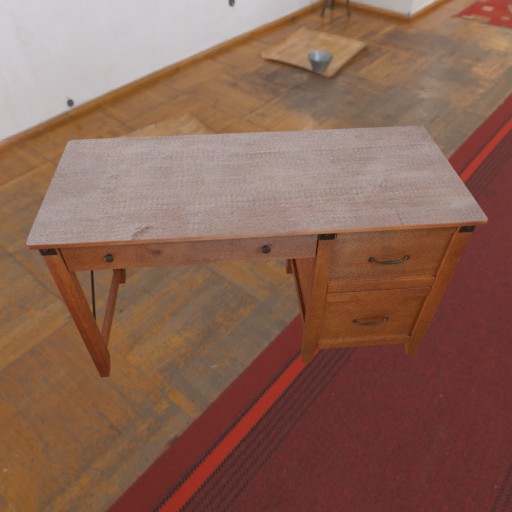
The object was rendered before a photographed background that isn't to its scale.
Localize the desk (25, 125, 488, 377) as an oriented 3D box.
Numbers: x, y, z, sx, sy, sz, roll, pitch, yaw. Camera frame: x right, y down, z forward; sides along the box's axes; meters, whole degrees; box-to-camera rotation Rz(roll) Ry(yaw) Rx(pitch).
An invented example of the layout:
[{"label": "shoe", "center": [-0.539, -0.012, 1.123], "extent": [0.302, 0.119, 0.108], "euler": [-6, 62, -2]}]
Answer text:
[{"label": "desk", "center": [0.000, 0.000, 1.746], "extent": [1.353, 0.756, 0.574], "euler": [-3, 45, -3]}]
